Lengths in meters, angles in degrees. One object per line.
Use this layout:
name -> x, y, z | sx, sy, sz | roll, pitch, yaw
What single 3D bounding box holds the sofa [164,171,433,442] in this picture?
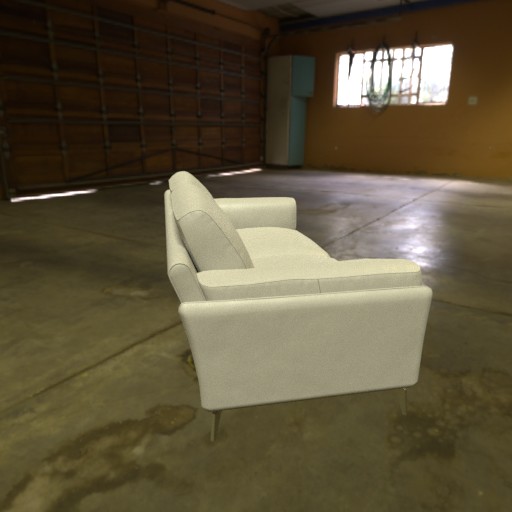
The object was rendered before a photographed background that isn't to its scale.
sofa -> 0.000, 0.000, 2.679 | 1.049, 0.930, 2.101 | -3, 16, -11
